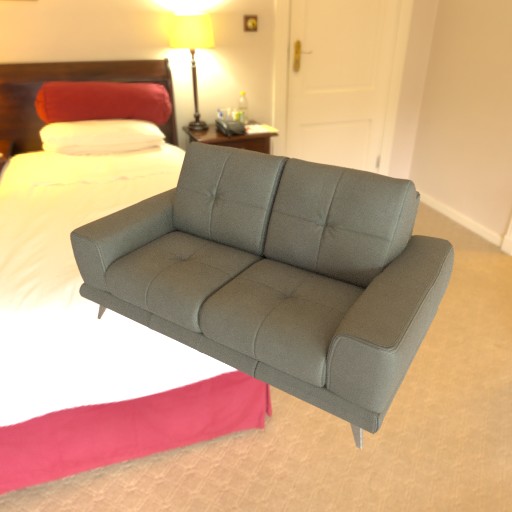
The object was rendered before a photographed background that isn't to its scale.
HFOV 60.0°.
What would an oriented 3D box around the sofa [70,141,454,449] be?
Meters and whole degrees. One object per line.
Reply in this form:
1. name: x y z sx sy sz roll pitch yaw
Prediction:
1. sofa: 0.000 0.000 2.336 1.806 0.907 1.018 17 33 29
